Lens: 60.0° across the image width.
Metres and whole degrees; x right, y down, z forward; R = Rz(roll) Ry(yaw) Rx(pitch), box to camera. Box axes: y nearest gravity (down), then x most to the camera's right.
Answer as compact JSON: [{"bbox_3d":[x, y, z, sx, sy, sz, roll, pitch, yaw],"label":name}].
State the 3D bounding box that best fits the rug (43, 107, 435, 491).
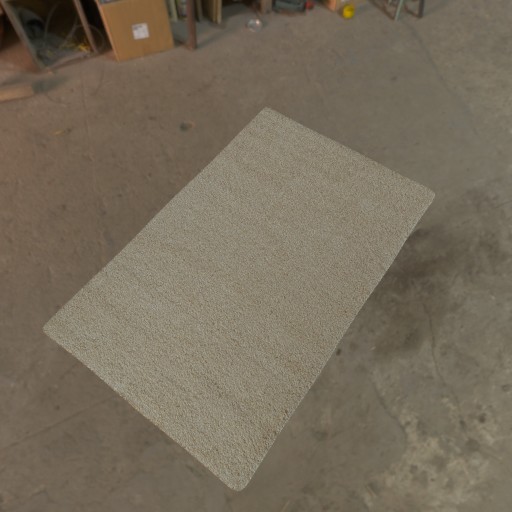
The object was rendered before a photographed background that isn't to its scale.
[{"bbox_3d":[0.000,0.000,2.923,1.500,0.026,2.349,32,65,17],"label":"rug"}]
